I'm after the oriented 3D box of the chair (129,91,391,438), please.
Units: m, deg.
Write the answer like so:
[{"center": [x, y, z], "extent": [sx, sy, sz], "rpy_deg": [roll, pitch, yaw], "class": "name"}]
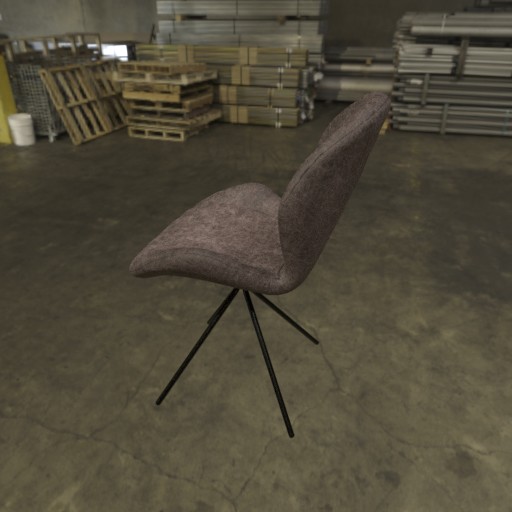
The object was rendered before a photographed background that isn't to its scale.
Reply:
[{"center": [0.000, 0.000, 1.303], "extent": [0.640, 0.934, 0.527], "rpy_deg": [8, 30, 14], "class": "chair"}]
